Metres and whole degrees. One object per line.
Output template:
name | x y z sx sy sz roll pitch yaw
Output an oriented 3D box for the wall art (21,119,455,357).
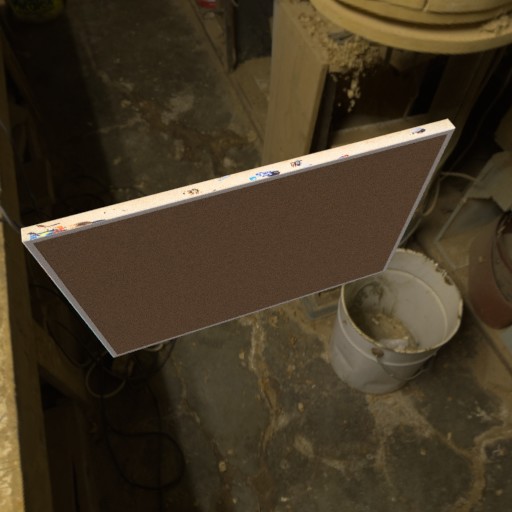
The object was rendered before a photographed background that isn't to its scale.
wall art | 0.000 0.000 1.437 1.136 0.769 0.040 -16 59 -10
